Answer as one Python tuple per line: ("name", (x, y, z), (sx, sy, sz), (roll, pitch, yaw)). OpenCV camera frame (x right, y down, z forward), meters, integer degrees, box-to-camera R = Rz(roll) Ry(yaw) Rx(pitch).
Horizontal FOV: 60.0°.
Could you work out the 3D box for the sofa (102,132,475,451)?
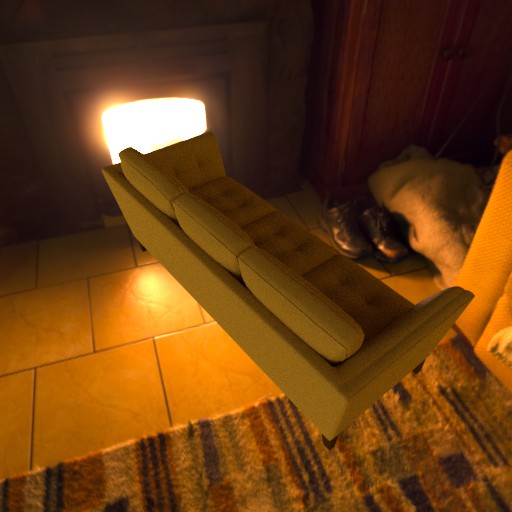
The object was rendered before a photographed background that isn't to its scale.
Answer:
("sofa", (0.000, 0.000, 2.916), (0.965, 0.940, 2.388), (-28, 48, -28))
